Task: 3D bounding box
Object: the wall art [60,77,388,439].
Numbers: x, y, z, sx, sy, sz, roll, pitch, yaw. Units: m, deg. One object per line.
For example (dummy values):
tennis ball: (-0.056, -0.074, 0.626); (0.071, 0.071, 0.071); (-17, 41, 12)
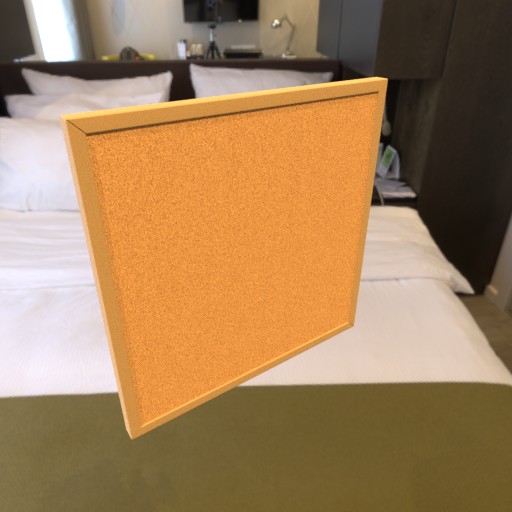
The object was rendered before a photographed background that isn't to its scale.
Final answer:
wall art: (0.000, 0.000, 1.090); (0.761, 0.761, 0.037); (-19, 35, -30)
